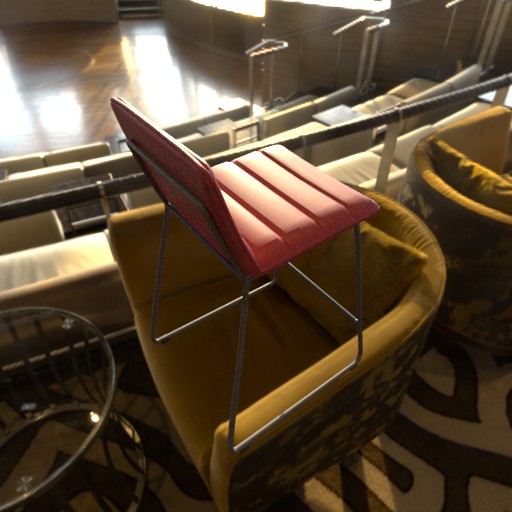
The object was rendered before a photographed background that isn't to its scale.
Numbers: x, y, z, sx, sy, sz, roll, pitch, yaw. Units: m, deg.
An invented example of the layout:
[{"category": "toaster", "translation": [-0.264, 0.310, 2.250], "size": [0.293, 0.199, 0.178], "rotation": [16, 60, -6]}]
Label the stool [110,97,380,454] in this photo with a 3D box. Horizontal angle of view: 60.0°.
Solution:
[{"category": "stool", "translation": [0.000, 0.000, 1.187], "size": [0.524, 0.866, 0.489], "rotation": [-26, 47, -27]}]
